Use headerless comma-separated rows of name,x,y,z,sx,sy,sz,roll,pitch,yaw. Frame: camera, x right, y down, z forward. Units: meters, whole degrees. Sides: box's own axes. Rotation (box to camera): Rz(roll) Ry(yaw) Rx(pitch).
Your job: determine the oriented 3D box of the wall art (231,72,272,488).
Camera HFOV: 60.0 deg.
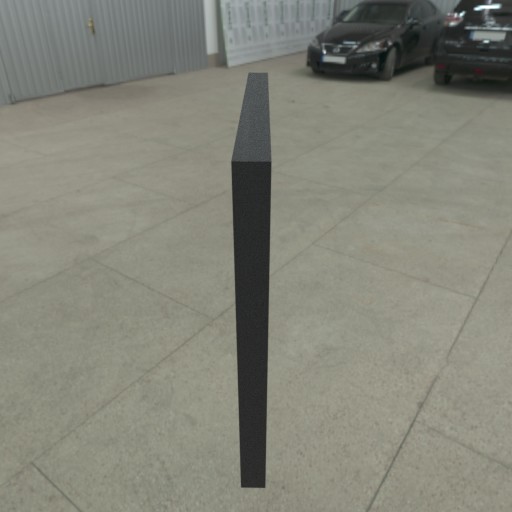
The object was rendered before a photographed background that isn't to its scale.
wall art,0.000,0.000,0.754,0.037,0.507,0.509,0,31,1
